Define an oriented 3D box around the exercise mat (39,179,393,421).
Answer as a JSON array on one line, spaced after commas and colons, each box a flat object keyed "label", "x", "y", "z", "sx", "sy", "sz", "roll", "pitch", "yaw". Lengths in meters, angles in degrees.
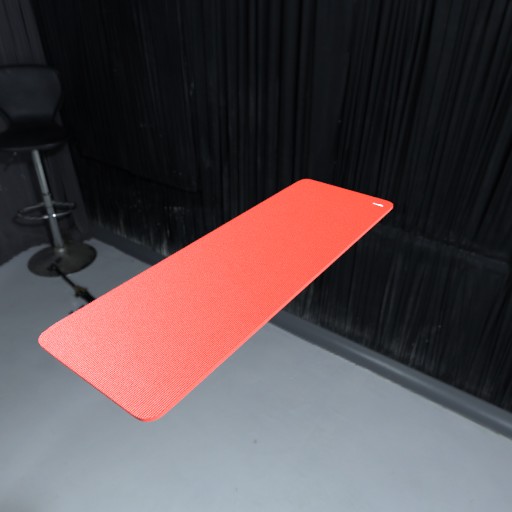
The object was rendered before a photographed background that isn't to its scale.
[{"label": "exercise mat", "x": 0.000, "y": 0.000, "z": 2.075, "sx": 0.616, "sy": 0.021, "sz": 1.869, "roll": 22, "pitch": 39, "yaw": 31}]
